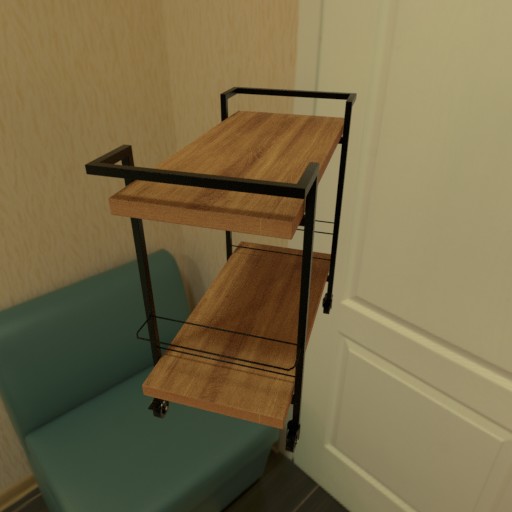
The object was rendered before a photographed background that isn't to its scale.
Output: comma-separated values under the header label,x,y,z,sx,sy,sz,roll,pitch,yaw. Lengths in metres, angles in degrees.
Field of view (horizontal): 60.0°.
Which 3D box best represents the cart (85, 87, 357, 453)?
label,x,y,z,sx,sy,sz,roll,pitch,yaw
cart,0.000,0.000,1.259,0.406,0.762,0.806,9,32,14
